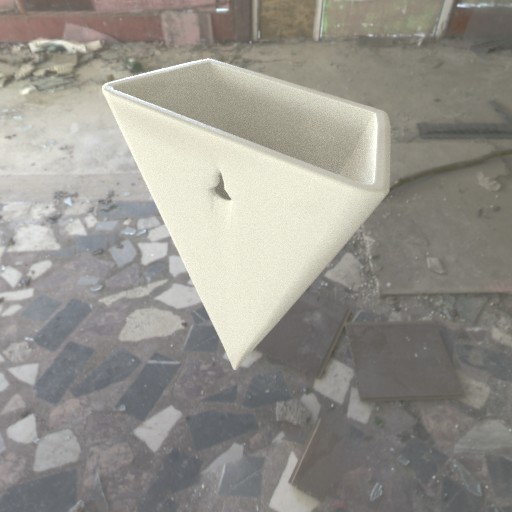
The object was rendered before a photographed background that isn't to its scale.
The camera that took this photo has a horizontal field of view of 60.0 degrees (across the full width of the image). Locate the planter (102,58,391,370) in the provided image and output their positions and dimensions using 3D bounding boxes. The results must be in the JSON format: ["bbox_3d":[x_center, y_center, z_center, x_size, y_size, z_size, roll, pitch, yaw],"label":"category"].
[{"bbox_3d":[0.000,0.000,0.273,0.150,0.197,0.060,27,52,23],"label":"planter"}]
